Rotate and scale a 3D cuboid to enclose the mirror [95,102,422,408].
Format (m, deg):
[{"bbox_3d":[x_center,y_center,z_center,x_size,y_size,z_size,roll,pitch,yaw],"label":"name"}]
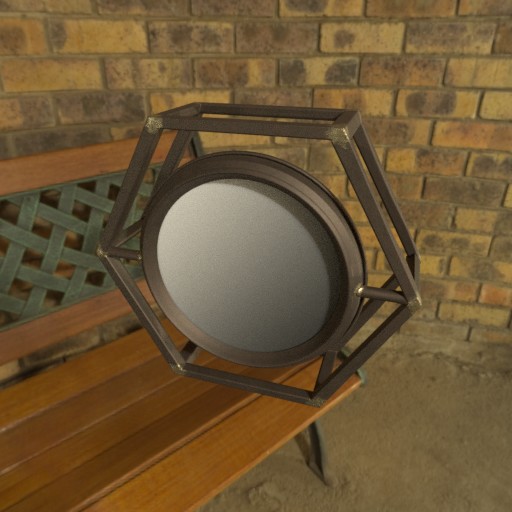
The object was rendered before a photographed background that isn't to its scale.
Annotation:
[{"bbox_3d":[0.000,0.000,0.538,0.380,0.334,0.119,8,28,16],"label":"mirror"}]
